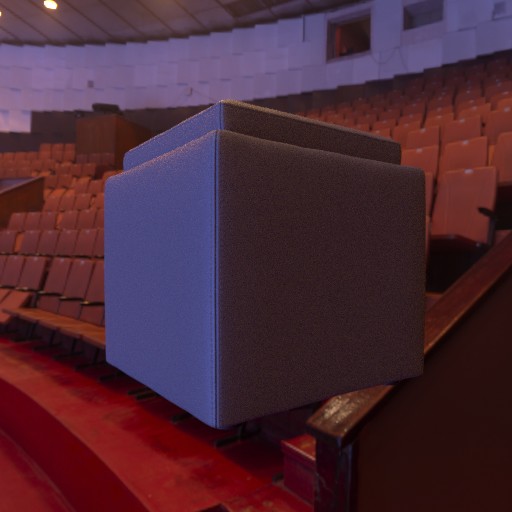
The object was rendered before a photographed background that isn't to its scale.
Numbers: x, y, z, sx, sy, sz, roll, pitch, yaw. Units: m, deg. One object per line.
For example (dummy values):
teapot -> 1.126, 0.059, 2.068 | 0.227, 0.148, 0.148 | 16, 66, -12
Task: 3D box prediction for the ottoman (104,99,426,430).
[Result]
ottoman -> 0.000, 0.000, 0.841 | 0.451, 0.460, 0.450 | 0, 0, -36
